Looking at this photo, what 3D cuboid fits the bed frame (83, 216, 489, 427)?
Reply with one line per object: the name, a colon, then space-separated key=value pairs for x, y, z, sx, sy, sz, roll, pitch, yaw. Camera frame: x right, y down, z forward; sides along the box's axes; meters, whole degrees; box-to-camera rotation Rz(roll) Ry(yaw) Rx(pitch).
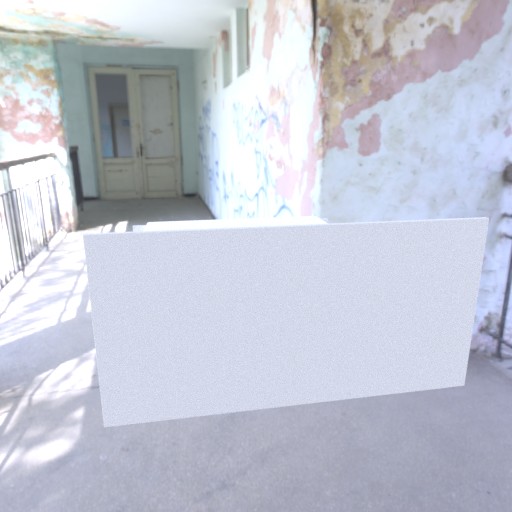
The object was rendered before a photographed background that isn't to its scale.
bed frame: x=0.000 y=0.000 z=2.751 sx=1.622 sy=0.800 sz=1.960 roll=-3 pitch=16 yaw=-10
